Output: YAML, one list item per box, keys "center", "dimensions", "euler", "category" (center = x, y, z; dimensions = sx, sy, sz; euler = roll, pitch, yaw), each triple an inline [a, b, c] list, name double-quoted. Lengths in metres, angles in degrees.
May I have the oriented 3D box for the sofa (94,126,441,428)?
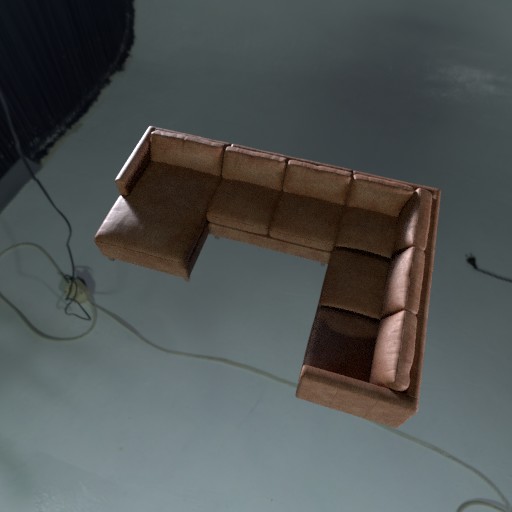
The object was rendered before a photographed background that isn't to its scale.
- center: [0.000, 0.000, 4.623]
  dimensions: [3.401, 0.832, 2.430]
  euler: [14, 58, 9]
  category: "sofa"
